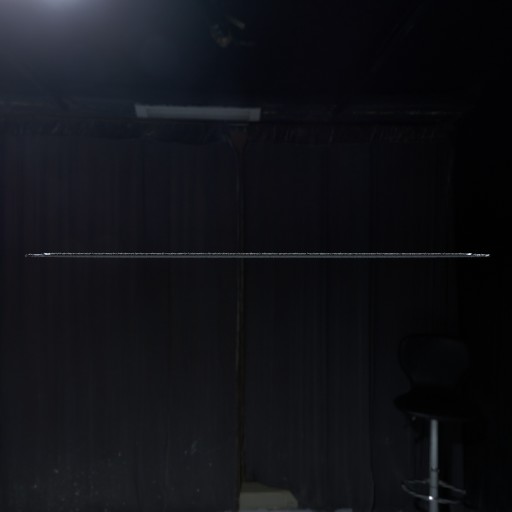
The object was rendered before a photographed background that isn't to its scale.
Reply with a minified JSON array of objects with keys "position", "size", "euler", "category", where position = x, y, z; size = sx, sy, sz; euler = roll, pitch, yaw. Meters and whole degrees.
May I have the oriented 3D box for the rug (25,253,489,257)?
[{"position":[0.000,0.000,2.362],"size":[1.872,0.013,1.243],"euler":[0,0,-2],"category":"rug"}]
